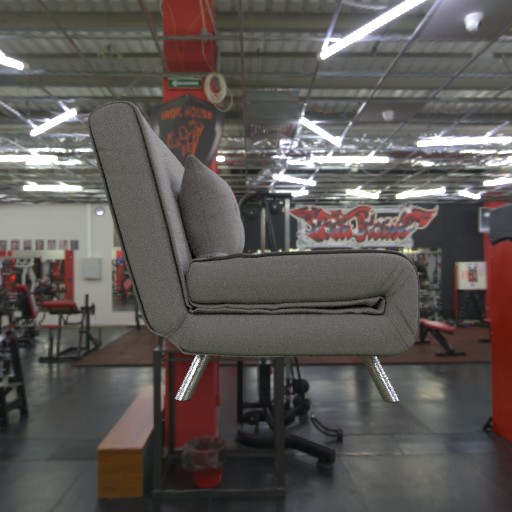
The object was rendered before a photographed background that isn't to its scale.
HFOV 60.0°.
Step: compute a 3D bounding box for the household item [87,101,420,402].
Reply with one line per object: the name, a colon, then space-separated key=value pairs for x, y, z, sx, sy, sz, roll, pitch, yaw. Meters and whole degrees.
household item: x=0.000 y=0.000 z=1.628 sx=0.874 sy=0.800 sz=1.000 roll=0 pitch=-1 yaw=1
